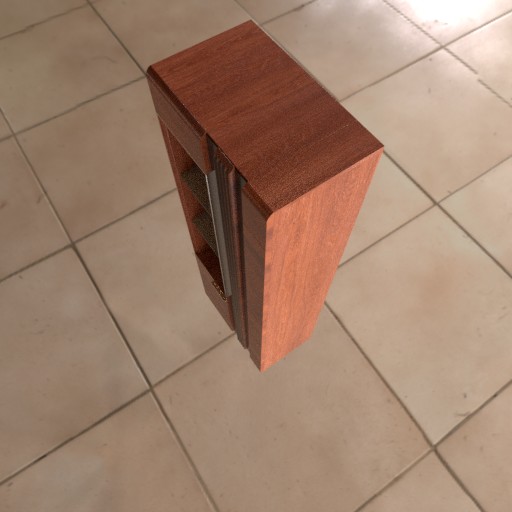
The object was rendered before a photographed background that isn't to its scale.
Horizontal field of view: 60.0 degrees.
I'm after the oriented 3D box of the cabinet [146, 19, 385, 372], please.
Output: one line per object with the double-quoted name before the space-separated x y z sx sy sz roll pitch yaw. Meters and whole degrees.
"cabinet" 0.000 0.000 2.194 0.420 1.980 0.660 -32 68 -15
